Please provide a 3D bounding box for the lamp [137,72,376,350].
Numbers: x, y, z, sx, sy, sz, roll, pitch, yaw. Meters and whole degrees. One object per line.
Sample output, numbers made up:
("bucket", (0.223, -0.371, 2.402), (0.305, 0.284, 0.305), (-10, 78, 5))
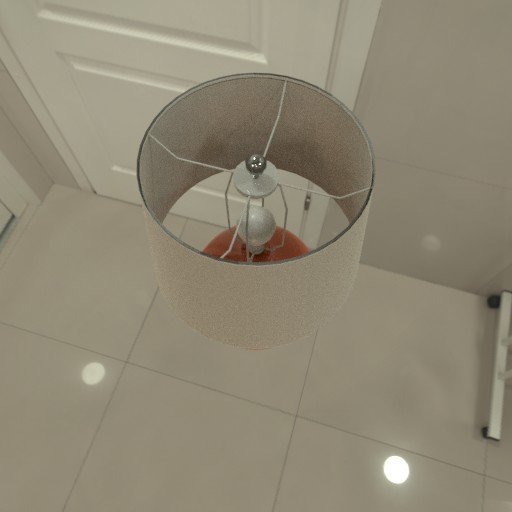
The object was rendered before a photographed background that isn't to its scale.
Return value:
("lamp", (0.000, 0.000, 0.556), (0.247, 0.387, 0.247), (0, 64, 0))
